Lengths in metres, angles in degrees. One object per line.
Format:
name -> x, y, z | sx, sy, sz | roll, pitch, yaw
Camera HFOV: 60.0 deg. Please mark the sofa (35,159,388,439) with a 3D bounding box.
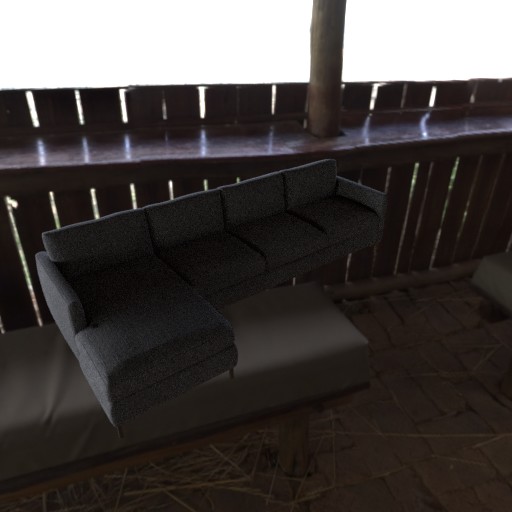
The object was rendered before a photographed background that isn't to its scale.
sofa -> 0.000, 0.000, 3.473 | 2.932, 0.810, 1.350 | -20, 35, -32
